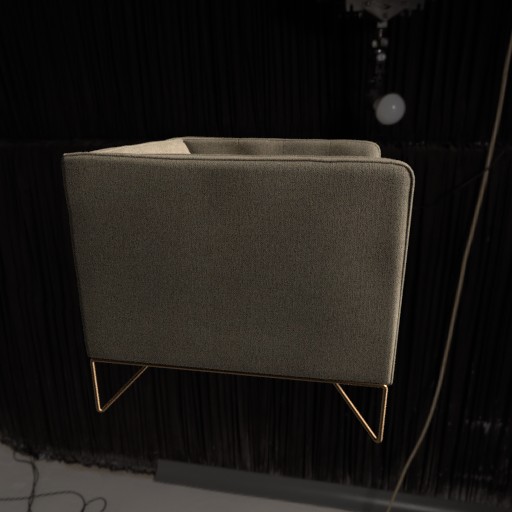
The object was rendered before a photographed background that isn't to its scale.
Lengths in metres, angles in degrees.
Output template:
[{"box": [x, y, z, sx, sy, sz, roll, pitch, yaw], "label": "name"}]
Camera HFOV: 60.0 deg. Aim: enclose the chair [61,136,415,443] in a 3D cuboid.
[{"box": [0.000, 0.000, 1.620, 0.912, 0.799, 0.920, 3, 18, 9], "label": "chair"}]
